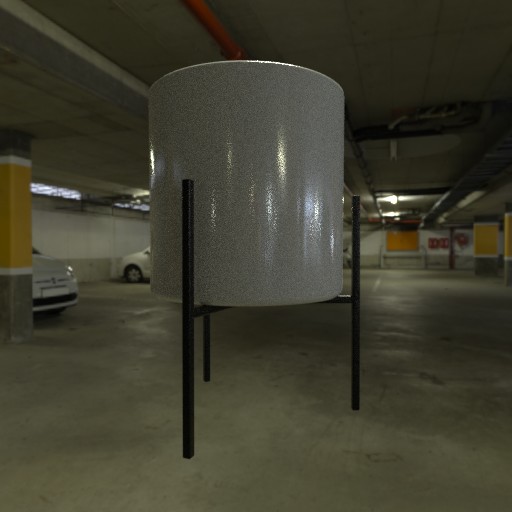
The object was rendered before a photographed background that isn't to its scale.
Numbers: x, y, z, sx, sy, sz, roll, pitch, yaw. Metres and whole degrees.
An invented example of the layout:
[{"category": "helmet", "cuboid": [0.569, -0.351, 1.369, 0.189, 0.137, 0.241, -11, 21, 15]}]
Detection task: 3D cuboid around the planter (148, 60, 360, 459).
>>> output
[{"category": "planter", "cuboid": [0.000, 0.000, 0.508, 0.239, 0.356, 0.239, 0, 1, -1]}]
